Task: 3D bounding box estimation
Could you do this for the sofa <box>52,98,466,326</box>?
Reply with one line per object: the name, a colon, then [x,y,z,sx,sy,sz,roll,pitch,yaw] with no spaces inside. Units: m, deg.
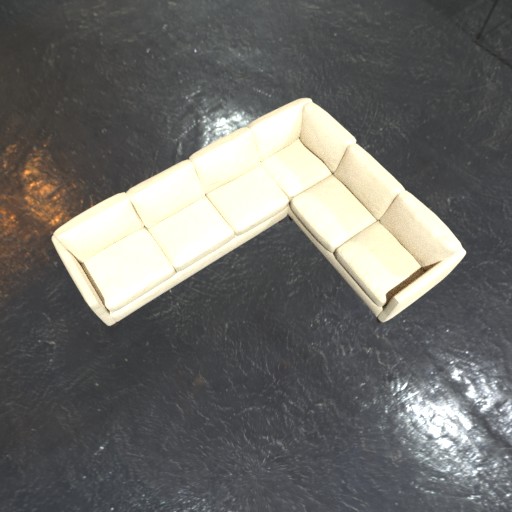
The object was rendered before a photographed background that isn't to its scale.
sofa: [0.000,0.000,4.588,3.302,0.947,2.593,-32,68,-15]
